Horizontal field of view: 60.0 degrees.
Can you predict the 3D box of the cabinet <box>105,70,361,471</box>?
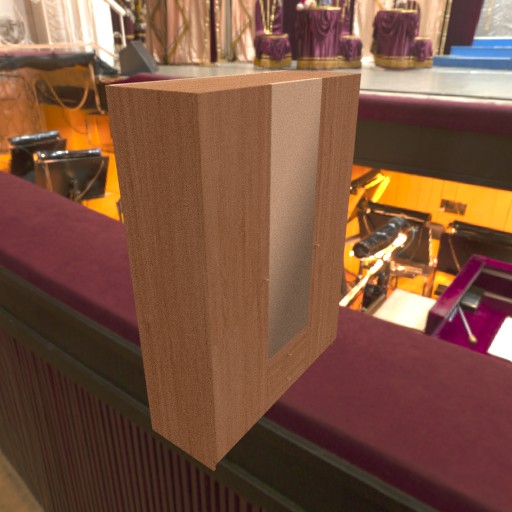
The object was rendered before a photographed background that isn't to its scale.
[{"bbox_3d":[0.000,0.000,2.844,0.590,2.120,1.500,18,31,32],"label":"cabinet"}]
